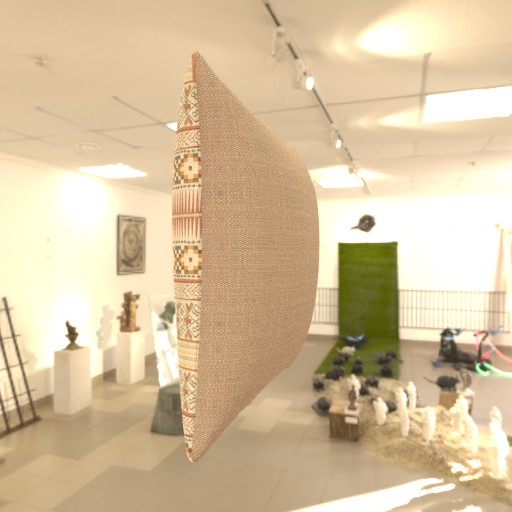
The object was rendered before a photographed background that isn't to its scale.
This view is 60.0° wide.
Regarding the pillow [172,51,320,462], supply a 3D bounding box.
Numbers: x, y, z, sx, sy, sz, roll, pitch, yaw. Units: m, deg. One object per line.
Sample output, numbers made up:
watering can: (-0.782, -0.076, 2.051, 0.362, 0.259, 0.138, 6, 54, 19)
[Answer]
pillow: (0.000, 0.000, 0.798, 0.215, 0.519, 0.521, 0, 0, 18)
